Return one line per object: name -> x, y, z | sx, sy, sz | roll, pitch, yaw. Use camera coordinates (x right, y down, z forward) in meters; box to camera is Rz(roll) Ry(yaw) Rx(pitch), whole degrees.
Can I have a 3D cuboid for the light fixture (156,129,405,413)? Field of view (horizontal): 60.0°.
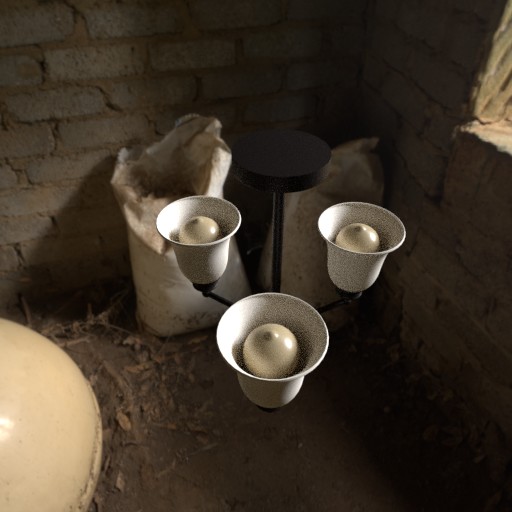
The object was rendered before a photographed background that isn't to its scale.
light fixture -> 0.000, 0.000, 0.670 | 0.354, 0.370, 0.388 | 24, 46, 25
